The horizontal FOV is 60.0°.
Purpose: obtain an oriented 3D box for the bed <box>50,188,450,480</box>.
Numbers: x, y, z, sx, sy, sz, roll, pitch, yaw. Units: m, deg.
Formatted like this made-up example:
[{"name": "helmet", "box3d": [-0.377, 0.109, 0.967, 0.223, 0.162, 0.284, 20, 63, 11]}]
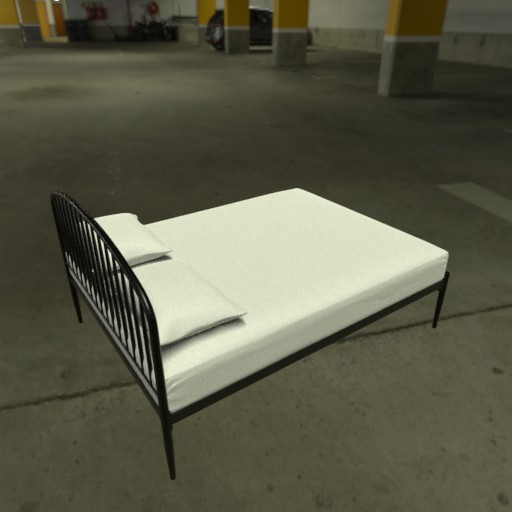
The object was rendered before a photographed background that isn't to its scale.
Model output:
[{"name": "bed", "box3d": [0.000, 0.000, 3.036, 2.159, 1.166, 1.618, -18, 33, -31]}]
